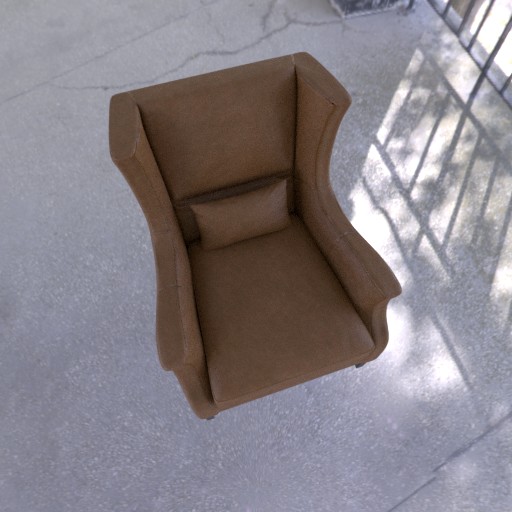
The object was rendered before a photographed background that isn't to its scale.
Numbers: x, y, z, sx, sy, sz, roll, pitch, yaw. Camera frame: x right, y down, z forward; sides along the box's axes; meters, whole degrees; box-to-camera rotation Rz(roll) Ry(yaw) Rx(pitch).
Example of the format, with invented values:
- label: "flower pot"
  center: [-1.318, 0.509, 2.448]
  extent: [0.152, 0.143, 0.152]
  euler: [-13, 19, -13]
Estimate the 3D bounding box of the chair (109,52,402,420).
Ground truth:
- label: "chair"
  center: [0.000, 0.000, 1.676]
  extent: [0.852, 1.016, 0.925]
  euler: [-17, 63, -9]
